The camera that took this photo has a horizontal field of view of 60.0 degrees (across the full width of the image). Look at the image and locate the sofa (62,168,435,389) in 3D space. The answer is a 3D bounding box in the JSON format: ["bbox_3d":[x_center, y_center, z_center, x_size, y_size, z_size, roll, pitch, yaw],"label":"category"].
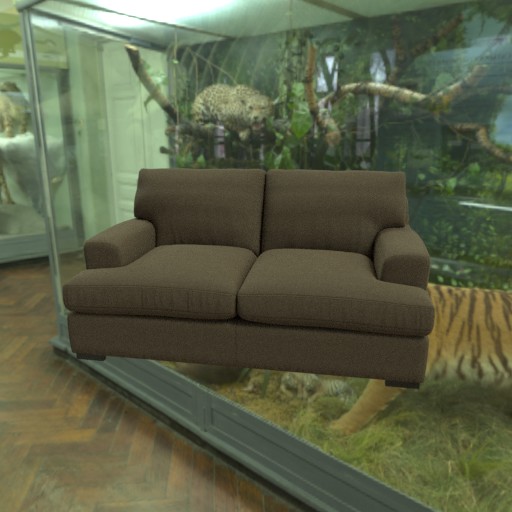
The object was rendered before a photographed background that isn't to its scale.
[{"bbox_3d":[0.000,0.000,2.597,1.869,0.950,1.140,3,15,9],"label":"sofa"}]
